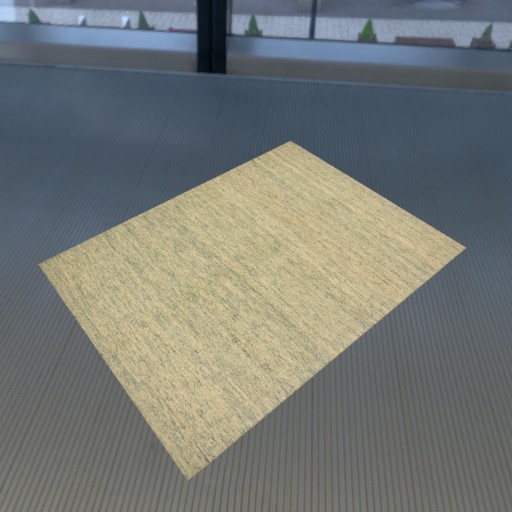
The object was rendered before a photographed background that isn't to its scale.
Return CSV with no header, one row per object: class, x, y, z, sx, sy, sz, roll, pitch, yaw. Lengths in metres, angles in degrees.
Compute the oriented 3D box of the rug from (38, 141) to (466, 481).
rug,0.000,0.000,4.160,3.201,0.014,2.437,-32,54,-26
